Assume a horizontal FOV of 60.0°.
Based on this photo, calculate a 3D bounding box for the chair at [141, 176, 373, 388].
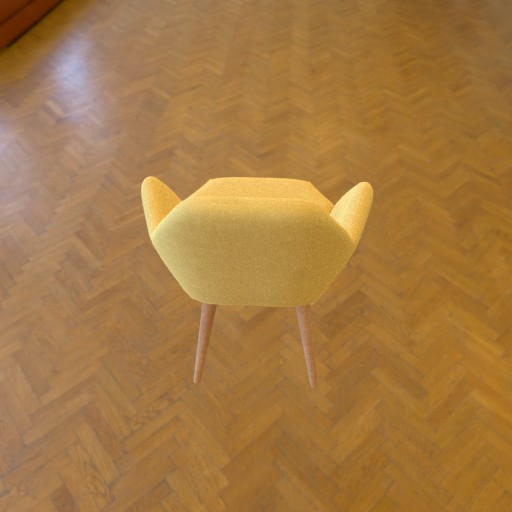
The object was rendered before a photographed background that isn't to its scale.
[{"bbox_3d":[0.000,0.000,1.251,0.590,0.840,0.610,2,46,2],"label":"chair"}]
